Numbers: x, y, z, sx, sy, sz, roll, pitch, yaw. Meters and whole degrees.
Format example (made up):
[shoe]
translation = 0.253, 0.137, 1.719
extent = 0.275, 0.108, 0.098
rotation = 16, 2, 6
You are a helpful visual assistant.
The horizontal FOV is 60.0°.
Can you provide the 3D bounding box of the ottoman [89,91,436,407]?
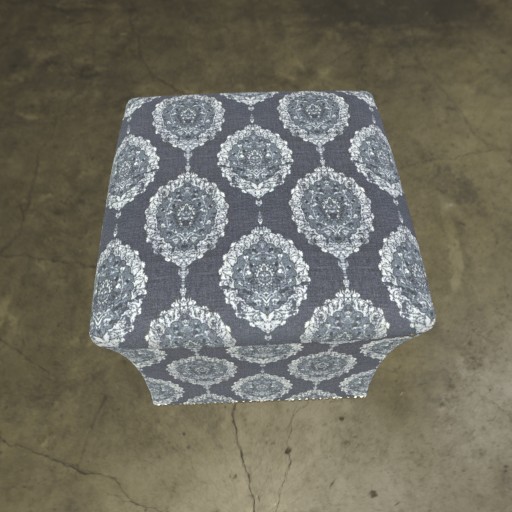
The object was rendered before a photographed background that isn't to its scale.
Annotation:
[ottoman]
translation = 0.000, 0.000, 0.897
extent = 0.497, 0.475, 0.507
rotation = -2, 58, -1
